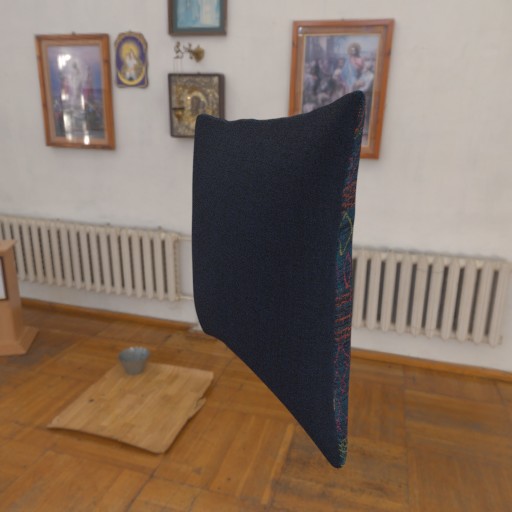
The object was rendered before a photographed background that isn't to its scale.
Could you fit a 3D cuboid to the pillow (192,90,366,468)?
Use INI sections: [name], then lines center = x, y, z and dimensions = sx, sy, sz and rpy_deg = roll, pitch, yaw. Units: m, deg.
[pillow]
center = 0.000, 0.000, 0.658
dimensions = 0.141, 0.431, 0.431
rpy_deg = -8, 17, -27
